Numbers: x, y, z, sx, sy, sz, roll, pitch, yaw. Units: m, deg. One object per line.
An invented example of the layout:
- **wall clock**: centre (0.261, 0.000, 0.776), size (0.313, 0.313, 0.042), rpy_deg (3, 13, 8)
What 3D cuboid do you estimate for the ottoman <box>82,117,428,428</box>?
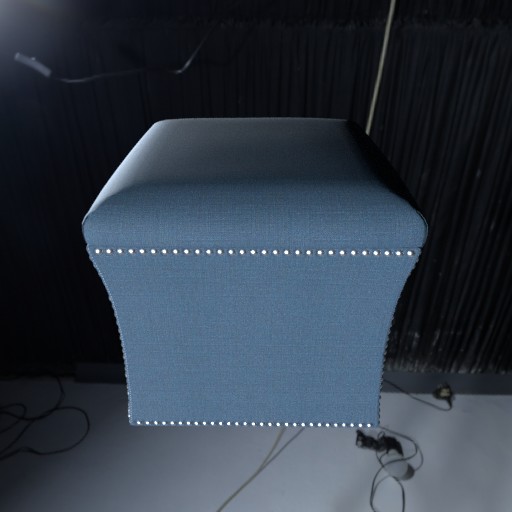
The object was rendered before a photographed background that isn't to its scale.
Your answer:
- **ottoman**: centre (0.000, 0.000, 0.908), size (0.497, 0.475, 0.507), rpy_deg (0, 31, 1)
